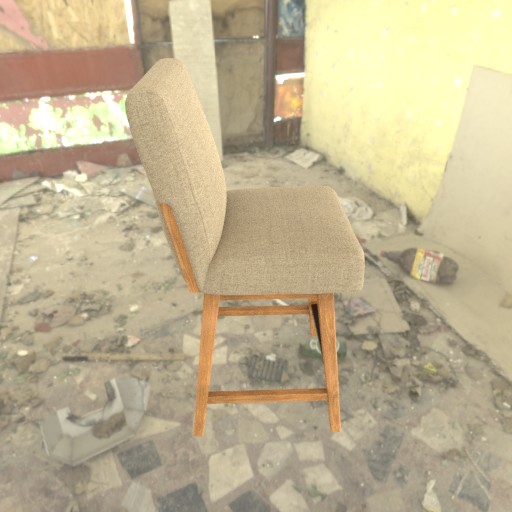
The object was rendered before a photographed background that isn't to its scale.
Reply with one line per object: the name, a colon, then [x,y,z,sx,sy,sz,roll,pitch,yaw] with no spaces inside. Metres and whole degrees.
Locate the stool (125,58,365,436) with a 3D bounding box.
stool: [0.000,0.000,1.284,0.526,1.010,0.459,-1,32,-2]
